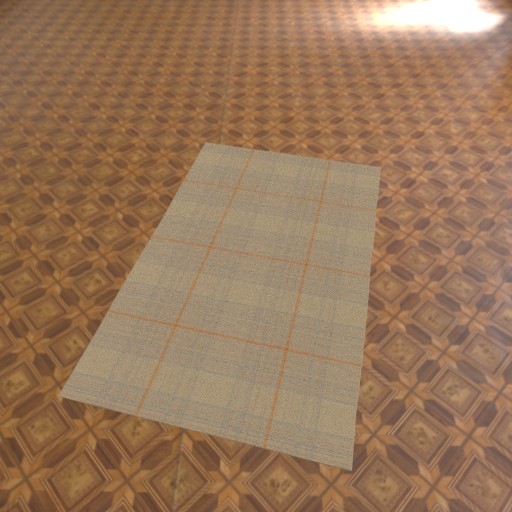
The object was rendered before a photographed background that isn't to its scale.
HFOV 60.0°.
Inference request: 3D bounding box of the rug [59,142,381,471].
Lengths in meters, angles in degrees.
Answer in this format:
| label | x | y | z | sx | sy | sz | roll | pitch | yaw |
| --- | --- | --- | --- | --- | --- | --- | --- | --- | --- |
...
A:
| label | x | y | z | sx | sy | sz | roll | pitch | yaw |
| --- | --- | --- | --- | --- | --- | --- | --- | --- | --- |
| rug | 0.000 | 0.000 | 2.998 | 1.527 | 0.016 | 2.442 | 10 | 48 | 9 |
